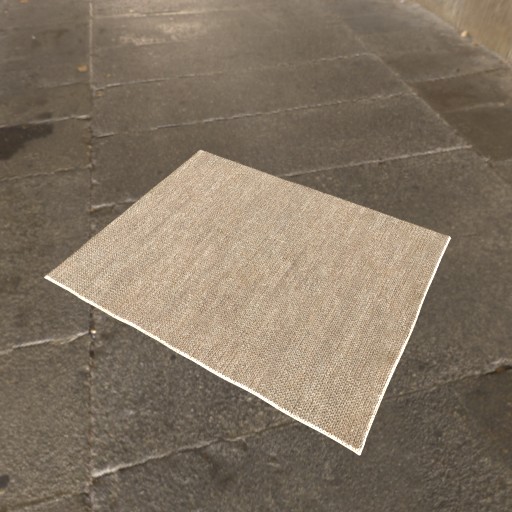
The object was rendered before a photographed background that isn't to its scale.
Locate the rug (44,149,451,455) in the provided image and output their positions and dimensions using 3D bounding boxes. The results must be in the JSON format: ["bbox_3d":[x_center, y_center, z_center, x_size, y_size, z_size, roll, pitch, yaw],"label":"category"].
[{"bbox_3d":[0.000,0.000,4.199,3.052,0.030,2.429,23,51,21],"label":"rug"}]
